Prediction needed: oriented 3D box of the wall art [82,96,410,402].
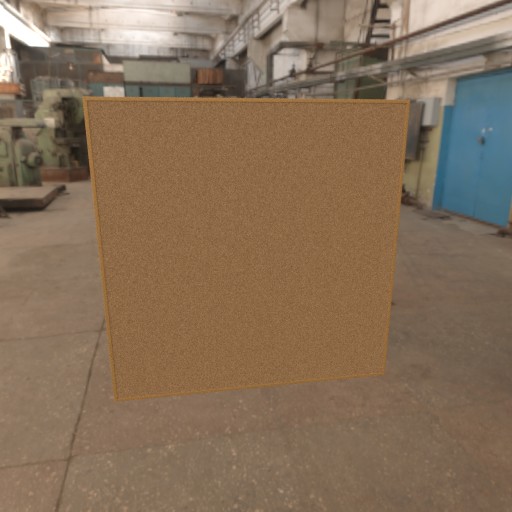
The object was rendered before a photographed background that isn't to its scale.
[{"bbox_3d":[0.000,0.000,0.977,0.657,0.655,0.014,-3,17,-10],"label":"wall art"}]
